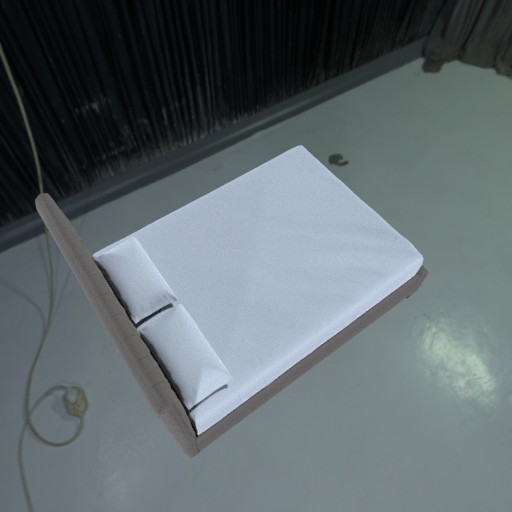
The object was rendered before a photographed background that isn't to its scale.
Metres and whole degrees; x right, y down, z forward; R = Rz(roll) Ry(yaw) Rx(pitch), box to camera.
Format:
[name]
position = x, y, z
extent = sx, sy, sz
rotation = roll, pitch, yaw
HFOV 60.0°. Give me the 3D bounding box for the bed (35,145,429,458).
[bed]
position = 0.000, 0.000, 3.460
extent = 2.387, 1.427, 1.698
rotation = -31, 62, -18
